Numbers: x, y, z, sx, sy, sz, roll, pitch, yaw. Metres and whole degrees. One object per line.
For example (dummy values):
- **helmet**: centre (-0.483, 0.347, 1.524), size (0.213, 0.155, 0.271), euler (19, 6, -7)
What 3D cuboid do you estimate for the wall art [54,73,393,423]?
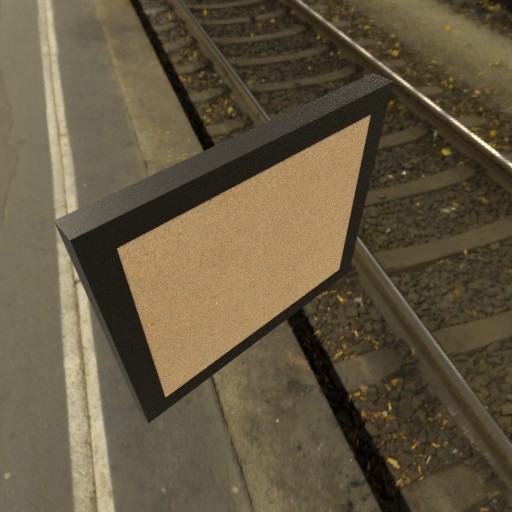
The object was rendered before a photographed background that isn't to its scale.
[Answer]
- **wall art**: centre (0.000, 0.000, 0.529), size (0.381, 0.321, 0.028), euler (-32, 55, -27)
